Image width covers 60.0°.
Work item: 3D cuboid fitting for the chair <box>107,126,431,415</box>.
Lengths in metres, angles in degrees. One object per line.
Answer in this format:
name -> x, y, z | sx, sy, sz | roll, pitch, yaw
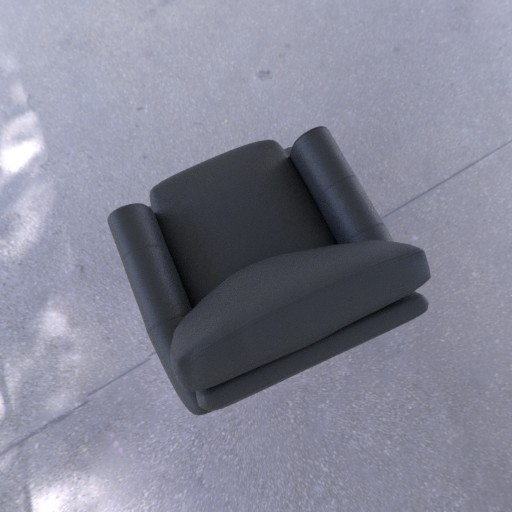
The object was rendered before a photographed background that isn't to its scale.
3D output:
chair -> 0.000, 0.000, 1.787 | 1.015, 0.960, 1.027 | -19, 75, -5
